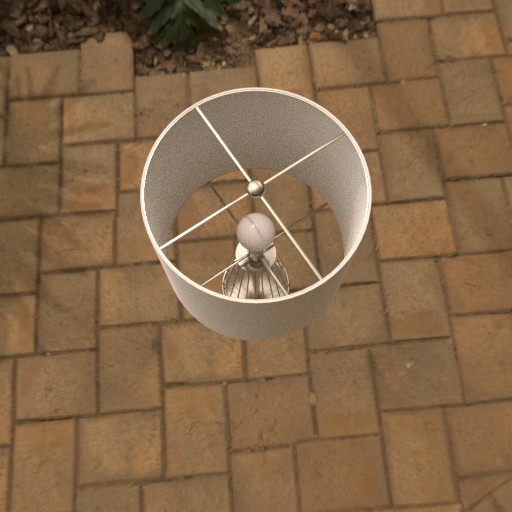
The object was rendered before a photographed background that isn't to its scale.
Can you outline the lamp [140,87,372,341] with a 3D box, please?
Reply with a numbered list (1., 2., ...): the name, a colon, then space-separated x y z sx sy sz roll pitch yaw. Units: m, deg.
1. lamp: 0.000 0.000 0.789 0.303 0.618 0.303 0 76 0
